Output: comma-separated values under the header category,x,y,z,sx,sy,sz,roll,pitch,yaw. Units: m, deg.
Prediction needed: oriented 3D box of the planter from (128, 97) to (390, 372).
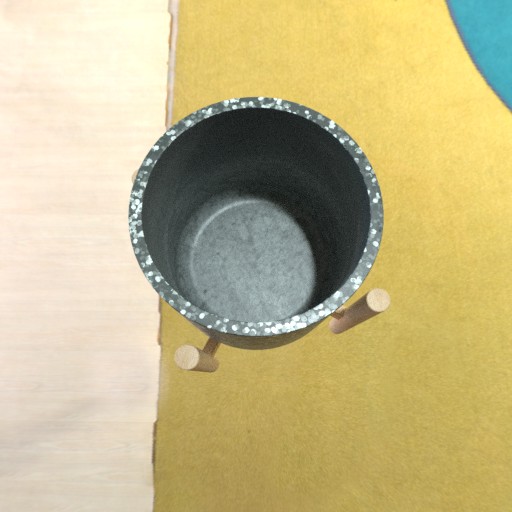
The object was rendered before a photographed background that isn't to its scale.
category,x,y,z,sx,sy,sz,roll,pitch,yaw
planter,0.000,0.000,0.540,0.284,0.320,0.284,-38,78,-10
